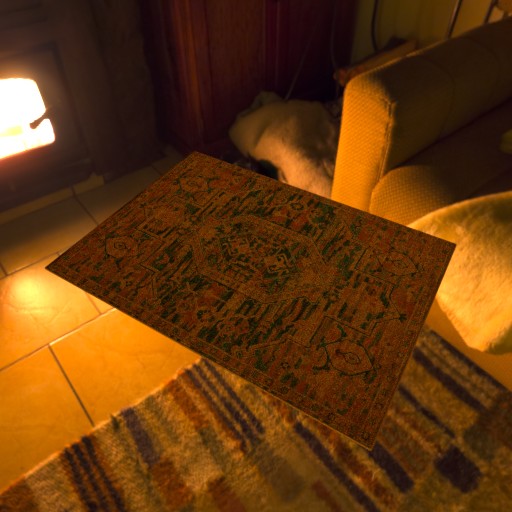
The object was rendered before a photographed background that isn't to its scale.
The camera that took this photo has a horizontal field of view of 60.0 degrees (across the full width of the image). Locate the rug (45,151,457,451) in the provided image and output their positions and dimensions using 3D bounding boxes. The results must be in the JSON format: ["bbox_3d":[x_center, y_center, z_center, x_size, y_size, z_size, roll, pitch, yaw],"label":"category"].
[{"bbox_3d":[0.000,0.000,2.907,2.204,0.024,1.588,23,50,21],"label":"rug"}]
